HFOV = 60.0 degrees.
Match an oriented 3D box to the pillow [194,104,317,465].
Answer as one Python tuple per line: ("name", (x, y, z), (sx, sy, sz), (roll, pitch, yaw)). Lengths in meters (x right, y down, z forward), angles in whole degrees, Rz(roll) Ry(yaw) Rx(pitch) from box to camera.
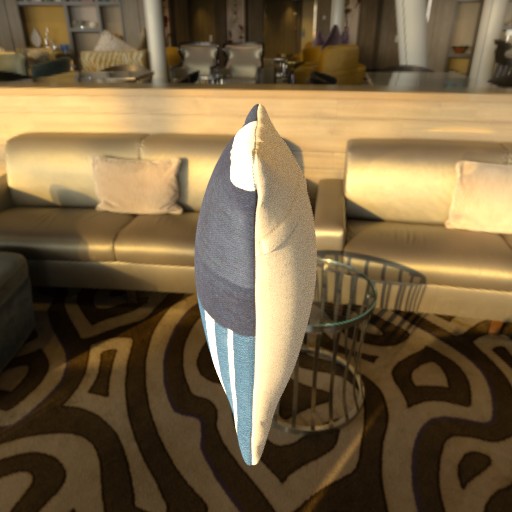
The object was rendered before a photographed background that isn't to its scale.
("pillow", (0.000, 0.000, 0.847), (0.229, 0.506, 0.536), (1, 27, 1))
